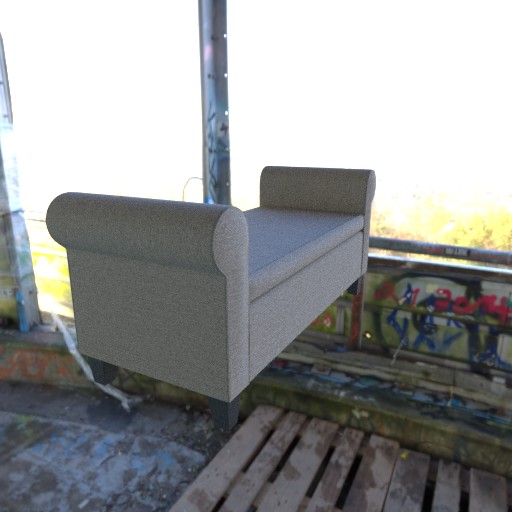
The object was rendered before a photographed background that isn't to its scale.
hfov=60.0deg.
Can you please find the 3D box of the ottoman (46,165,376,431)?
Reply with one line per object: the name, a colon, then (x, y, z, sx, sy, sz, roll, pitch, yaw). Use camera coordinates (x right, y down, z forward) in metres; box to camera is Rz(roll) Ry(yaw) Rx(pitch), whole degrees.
ottoman: (0.000, 0.000, 1.566, 0.521, 0.547, 1.256, 8, 17, 28)
